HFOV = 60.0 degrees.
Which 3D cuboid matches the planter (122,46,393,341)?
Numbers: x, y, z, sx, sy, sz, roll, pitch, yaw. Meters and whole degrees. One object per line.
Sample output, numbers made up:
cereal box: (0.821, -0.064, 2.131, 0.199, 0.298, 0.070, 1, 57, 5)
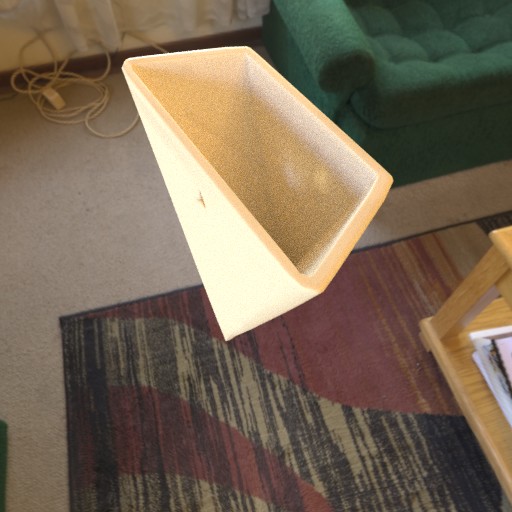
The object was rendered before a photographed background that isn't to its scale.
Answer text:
planter: (0.000, 0.000, 0.268, 0.060, 0.197, 0.150, -29, 62, -17)
